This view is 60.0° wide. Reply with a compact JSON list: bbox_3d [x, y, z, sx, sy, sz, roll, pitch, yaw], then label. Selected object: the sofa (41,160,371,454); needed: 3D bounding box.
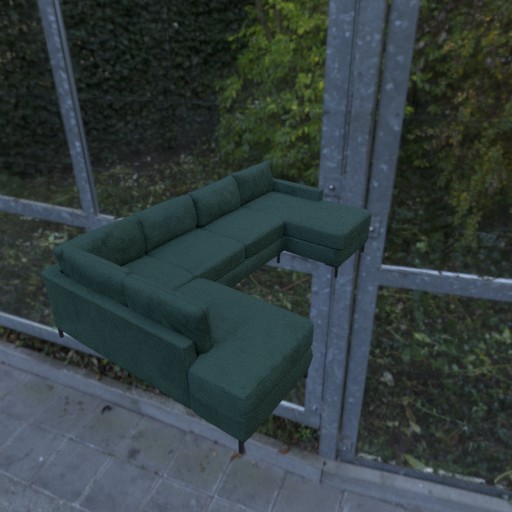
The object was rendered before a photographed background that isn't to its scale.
[{"bbox_3d":[0.000,0.000,4.004,1.992,0.861,2.994,19,33,31],"label":"sofa"}]
